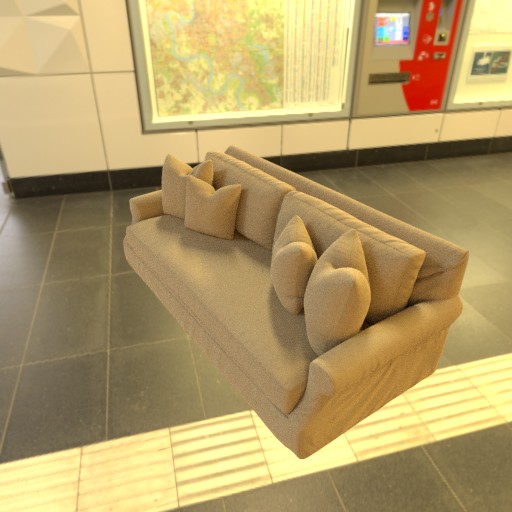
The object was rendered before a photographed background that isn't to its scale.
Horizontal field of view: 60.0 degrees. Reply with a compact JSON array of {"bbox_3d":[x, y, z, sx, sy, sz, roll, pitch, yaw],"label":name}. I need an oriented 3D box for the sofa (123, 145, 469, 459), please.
[{"bbox_3d":[0.000,0.000,2.836,1.067,0.904,2.285,-19,36,-29],"label":"sofa"}]
